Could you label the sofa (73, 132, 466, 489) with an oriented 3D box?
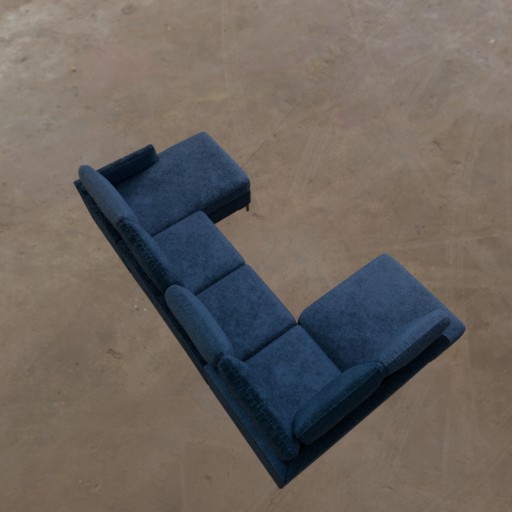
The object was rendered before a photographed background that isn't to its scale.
[{"bbox_3d":[0.000,0.000,4.250,2.055,0.992,3.434,-33,64,-18],"label":"sofa"}]
